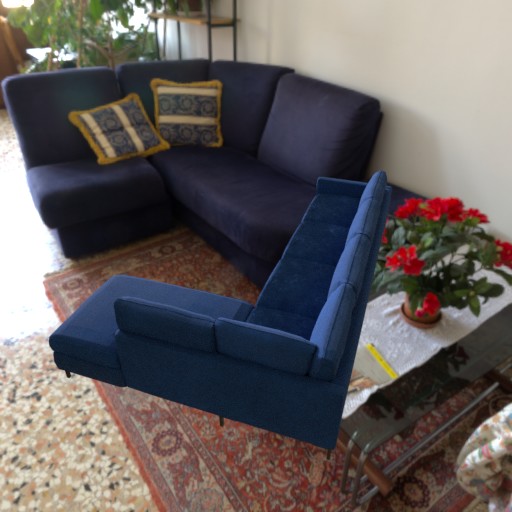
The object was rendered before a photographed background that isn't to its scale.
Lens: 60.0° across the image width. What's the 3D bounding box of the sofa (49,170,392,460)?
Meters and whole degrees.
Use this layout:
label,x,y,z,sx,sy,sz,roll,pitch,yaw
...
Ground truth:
label,x,y,z,sx,sy,sz,roll,pitch,yaw
sofa,0.000,0.000,3.287,1.707,0.687,2.486,11,35,16
